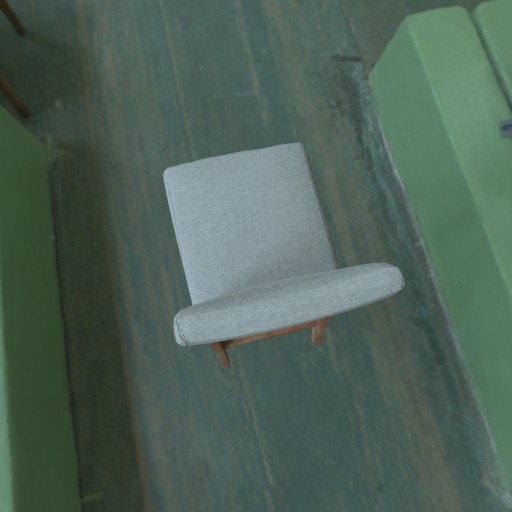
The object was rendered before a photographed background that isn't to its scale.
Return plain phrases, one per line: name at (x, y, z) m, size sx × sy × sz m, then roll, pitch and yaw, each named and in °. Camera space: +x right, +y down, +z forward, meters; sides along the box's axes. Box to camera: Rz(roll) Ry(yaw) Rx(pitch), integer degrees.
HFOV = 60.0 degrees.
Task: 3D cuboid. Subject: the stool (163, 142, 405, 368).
stool at (0.000, 0.000, 1.366) m, size 0.439 × 1.088 × 0.570 m, roll -13°, pitch 74°, yaw -4°
